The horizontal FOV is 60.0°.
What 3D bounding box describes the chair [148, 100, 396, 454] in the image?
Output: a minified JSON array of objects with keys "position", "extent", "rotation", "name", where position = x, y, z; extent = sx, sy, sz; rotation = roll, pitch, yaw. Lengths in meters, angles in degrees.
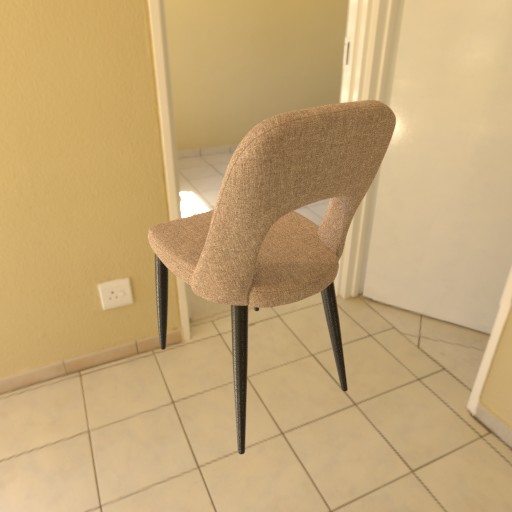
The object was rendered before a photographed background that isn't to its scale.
[{"position":[0.000,0.000,1.285],"extent":[0.470,0.931,0.612],"rotation":[-19,34,-29],"name":"chair"}]
